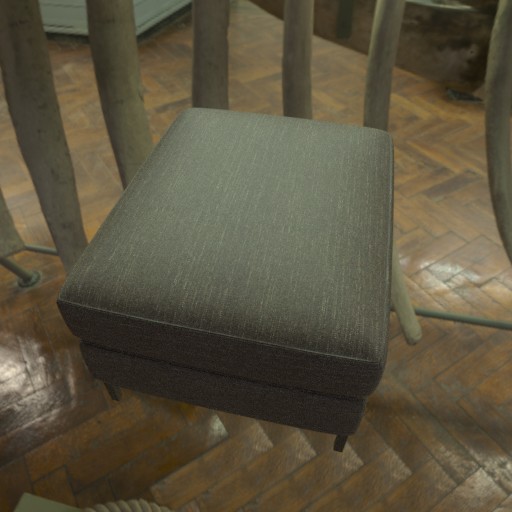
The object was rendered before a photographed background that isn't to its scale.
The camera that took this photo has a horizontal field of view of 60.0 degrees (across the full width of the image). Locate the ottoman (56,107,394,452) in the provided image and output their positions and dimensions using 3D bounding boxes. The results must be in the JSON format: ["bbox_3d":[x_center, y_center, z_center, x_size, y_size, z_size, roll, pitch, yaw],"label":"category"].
[{"bbox_3d":[0.000,0.000,1.225,0.671,0.490,0.820,10,48,9],"label":"ottoman"}]
